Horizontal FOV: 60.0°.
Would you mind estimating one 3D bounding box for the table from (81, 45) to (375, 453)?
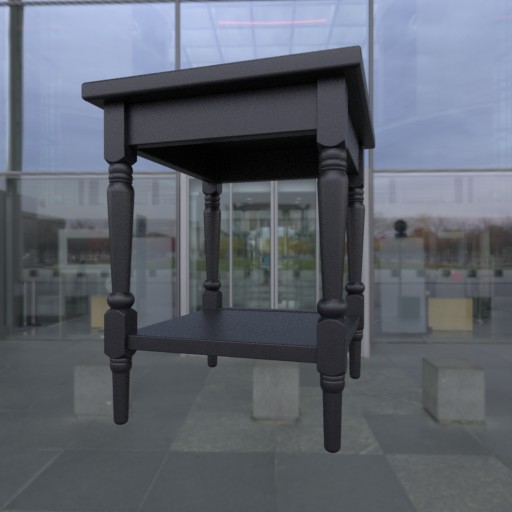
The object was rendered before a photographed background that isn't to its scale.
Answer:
[{"bbox_3d":[0.000,0.000,0.886,0.442,0.565,0.488,0,0,17],"label":"table"}]
